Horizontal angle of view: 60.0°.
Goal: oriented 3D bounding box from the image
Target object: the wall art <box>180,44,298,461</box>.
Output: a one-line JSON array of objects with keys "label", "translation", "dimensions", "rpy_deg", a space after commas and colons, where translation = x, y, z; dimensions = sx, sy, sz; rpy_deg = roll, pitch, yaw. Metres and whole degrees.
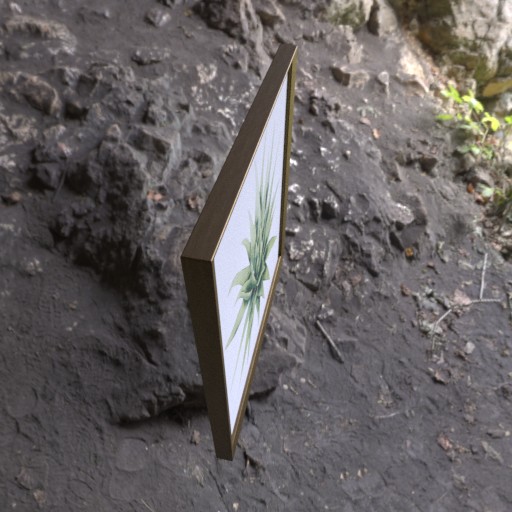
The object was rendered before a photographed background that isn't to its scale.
[{"label": "wall art", "translation": [0.000, 0.000, 0.752], "dimensions": [0.030, 0.506, 0.503], "rpy_deg": [9, 47, 9]}]
